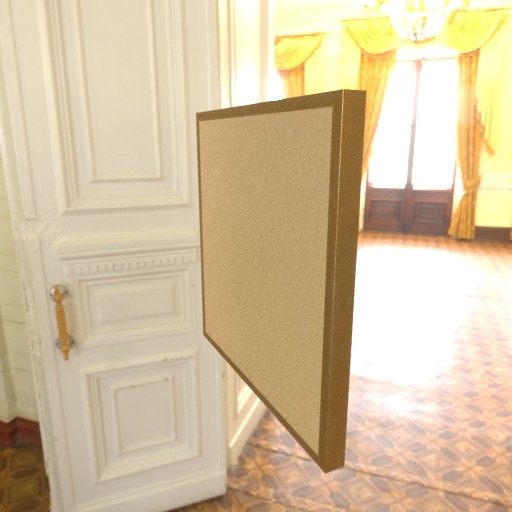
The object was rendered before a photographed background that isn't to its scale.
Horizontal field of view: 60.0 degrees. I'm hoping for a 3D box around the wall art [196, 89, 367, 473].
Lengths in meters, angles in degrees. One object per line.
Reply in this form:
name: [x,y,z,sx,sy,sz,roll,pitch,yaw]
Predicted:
wall art: [0.000,0.000,0.787,0.033,0.509,0.510,-7,16,-25]
